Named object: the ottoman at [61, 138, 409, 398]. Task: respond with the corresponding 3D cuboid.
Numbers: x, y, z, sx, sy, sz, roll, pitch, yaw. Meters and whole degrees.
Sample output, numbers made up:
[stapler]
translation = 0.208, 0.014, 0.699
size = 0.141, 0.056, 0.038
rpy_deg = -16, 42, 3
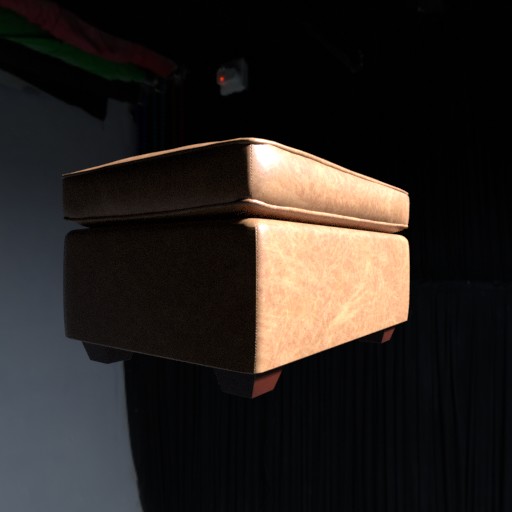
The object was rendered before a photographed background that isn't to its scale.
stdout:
[ottoman]
translation = 0.000, 0.000, 1.115
size = 0.554, 0.468, 0.756
rpy_deg = 0, 0, 36
